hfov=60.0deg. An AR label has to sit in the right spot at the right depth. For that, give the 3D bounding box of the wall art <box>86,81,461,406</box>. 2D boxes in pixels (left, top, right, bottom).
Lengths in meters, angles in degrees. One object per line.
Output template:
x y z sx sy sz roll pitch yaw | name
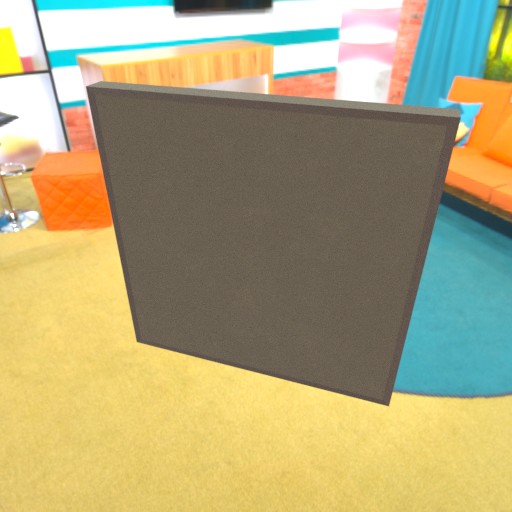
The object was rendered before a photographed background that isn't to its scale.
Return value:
0.000 0.000 0.729 0.508 0.506 0.038 10 34 15 | wall art
